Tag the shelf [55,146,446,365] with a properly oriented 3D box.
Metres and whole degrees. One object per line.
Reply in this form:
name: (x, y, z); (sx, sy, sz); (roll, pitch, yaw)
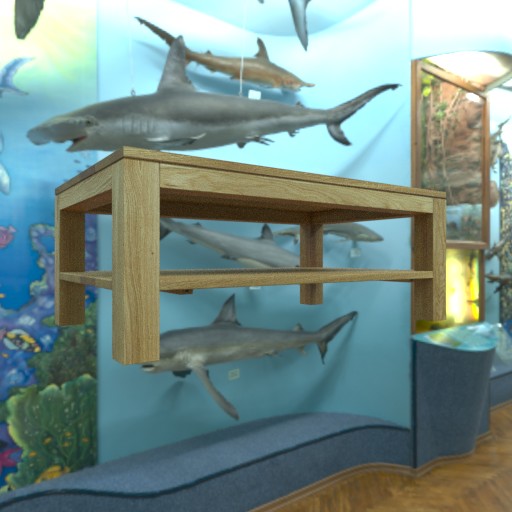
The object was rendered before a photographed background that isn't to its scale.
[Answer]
shelf: (0.000, 0.000, 1.522); (1.150, 0.450, 0.700); (0, 0, -35)
